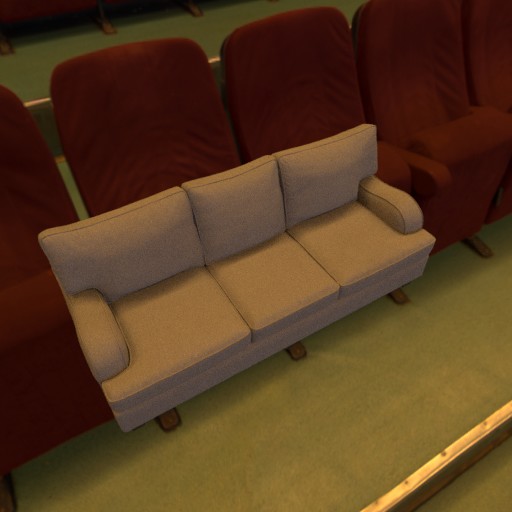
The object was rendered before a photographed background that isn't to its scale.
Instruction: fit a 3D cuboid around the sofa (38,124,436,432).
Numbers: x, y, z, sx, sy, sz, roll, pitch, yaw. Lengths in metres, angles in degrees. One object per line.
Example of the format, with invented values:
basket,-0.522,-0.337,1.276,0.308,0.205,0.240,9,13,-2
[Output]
sofa,0.000,0.000,2.881,2.323,0.991,1.016,-23,50,-21
